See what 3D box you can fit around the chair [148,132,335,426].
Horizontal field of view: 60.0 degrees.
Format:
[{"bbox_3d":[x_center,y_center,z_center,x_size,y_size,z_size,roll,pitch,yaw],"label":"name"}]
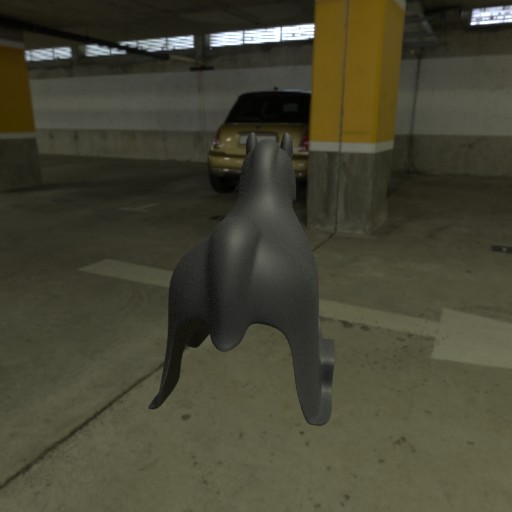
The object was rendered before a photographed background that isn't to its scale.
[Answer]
[{"bbox_3d":[0.000,0.000,1.166,0.429,0.612,0.800,3,17,8],"label":"chair"}]
